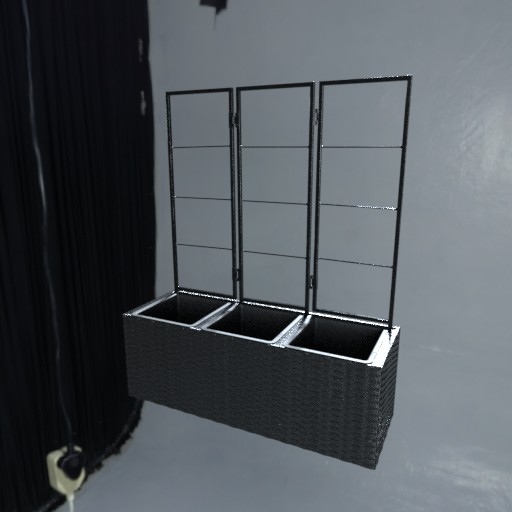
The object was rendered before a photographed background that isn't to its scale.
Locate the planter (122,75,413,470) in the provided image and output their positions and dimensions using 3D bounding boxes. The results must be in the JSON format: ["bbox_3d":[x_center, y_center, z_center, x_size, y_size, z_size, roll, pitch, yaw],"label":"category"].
[{"bbox_3d":[0.000,0.000,1.122,0.698,0.841,0.244,7,15,25],"label":"planter"}]
